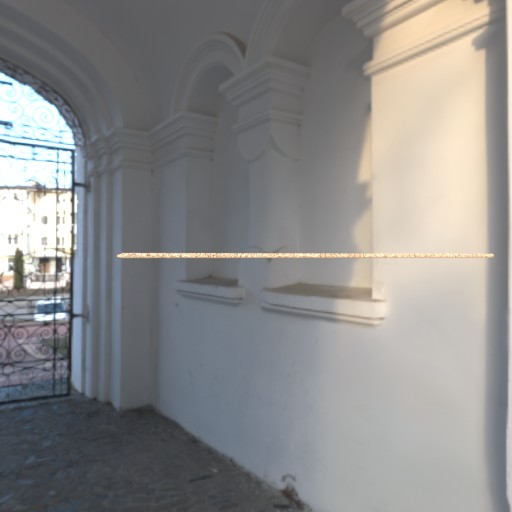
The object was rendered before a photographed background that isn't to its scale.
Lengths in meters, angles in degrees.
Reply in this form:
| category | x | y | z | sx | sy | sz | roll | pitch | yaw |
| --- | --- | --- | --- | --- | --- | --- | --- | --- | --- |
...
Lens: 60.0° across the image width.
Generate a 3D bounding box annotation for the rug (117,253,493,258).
| category | x | y | z | sx | sy | sz | roll | pitch | yaw |
| --- | --- | --- | --- | --- | --- | --- | --- | --- | --- |
| rug | 0.000 | 0.000 | 4.047 | 2.400 | 0.026 | 3.000 | 0 | 0 | -18 |
